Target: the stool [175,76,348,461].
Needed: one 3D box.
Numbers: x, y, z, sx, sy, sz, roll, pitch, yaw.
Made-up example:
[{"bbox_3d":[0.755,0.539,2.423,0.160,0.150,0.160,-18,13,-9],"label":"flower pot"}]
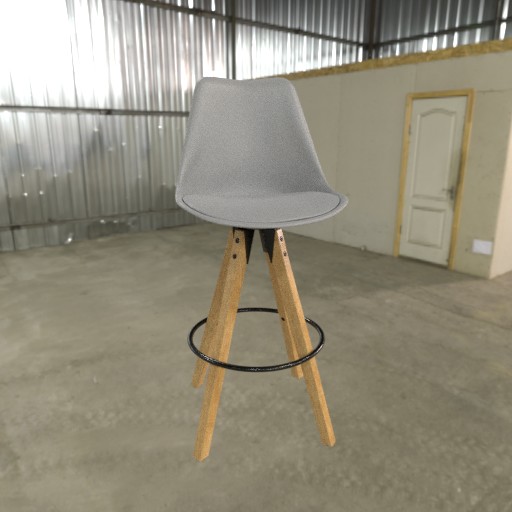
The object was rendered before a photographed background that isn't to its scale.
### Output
[{"bbox_3d":[0.000,0.000,1.411,0.485,1.115,0.550,-3,16,-9],"label":"stool"}]
